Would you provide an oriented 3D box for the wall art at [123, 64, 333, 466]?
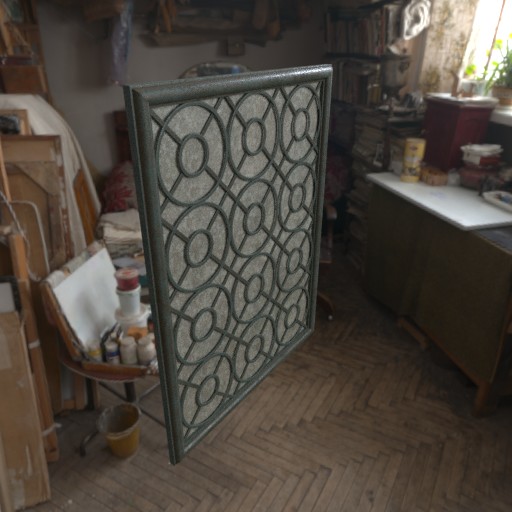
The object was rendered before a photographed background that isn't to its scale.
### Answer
[{"bbox_3d":[0.000,0.000,1.279,0.030,0.983,0.767,18,32,32],"label":"wall art"}]
